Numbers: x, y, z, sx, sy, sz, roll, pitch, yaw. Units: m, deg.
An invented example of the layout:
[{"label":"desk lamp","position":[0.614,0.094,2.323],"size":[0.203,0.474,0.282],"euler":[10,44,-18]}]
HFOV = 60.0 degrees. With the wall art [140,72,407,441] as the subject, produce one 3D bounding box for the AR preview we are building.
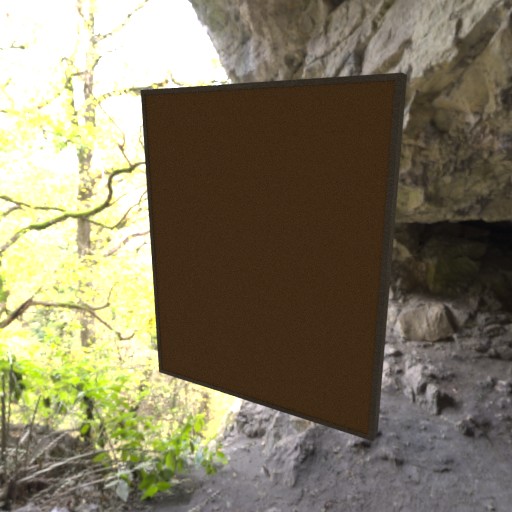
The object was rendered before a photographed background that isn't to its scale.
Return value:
[{"label":"wall art","position":[0.000,0.000,0.714],"size":[0.421,0.521,0.032],"euler":[8,17,28]}]
